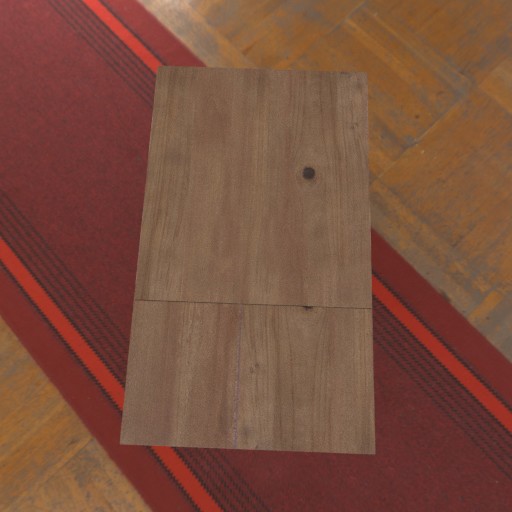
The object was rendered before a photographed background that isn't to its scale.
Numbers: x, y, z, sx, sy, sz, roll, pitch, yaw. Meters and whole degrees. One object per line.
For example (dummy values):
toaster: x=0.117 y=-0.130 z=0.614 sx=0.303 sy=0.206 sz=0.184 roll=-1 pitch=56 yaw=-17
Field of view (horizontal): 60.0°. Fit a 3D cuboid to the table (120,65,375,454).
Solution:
table: x=0.000 y=0.000 z=1.441 sx=0.655 sy=0.395 sz=1.101 roll=2 pitch=77 yaw=0
